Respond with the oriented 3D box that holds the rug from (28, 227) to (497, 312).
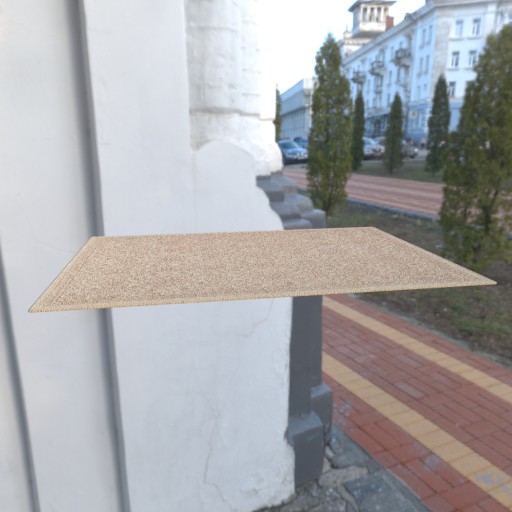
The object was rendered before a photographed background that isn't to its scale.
[{"bbox_3d":[0.000,0.000,2.272,1.829,0.010,1.219,-3,15,-10],"label":"rug"}]
